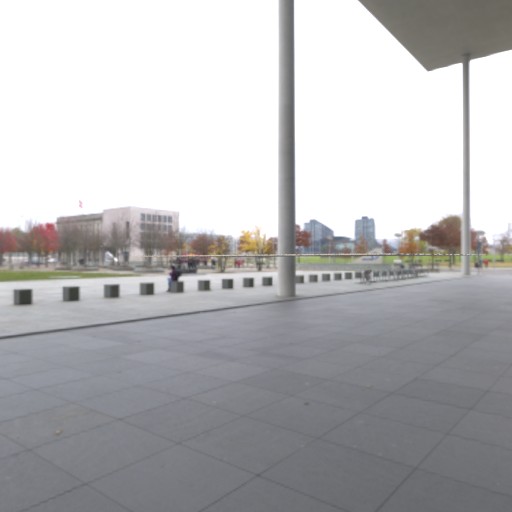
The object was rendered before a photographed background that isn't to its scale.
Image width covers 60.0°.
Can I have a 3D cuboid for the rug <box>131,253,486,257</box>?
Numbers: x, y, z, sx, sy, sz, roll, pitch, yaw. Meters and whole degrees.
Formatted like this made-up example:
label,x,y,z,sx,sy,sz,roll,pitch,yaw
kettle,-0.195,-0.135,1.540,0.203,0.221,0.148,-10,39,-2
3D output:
label,x,y,z,sx,sy,sz,roll,pitch,yaw
rug,0.000,0.000,2.676,0.660,0.005,2.464,0,0,-37
